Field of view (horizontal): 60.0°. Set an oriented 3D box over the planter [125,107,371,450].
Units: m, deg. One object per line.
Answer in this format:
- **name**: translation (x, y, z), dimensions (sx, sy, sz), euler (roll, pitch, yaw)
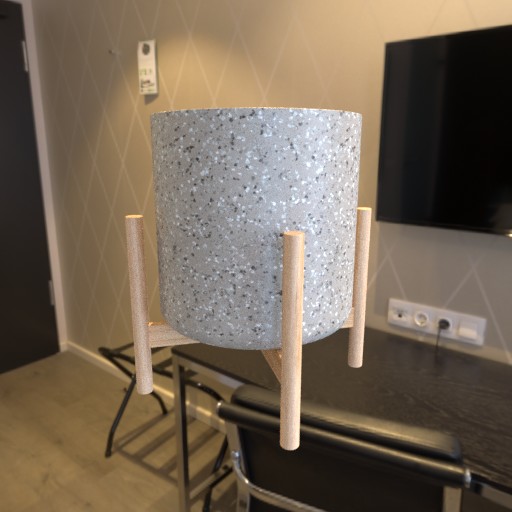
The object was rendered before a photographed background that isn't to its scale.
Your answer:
- **planter**: translation (0.000, 0.000, 0.699), dimensions (0.360, 0.419, 0.360), euler (2, 14, 8)
